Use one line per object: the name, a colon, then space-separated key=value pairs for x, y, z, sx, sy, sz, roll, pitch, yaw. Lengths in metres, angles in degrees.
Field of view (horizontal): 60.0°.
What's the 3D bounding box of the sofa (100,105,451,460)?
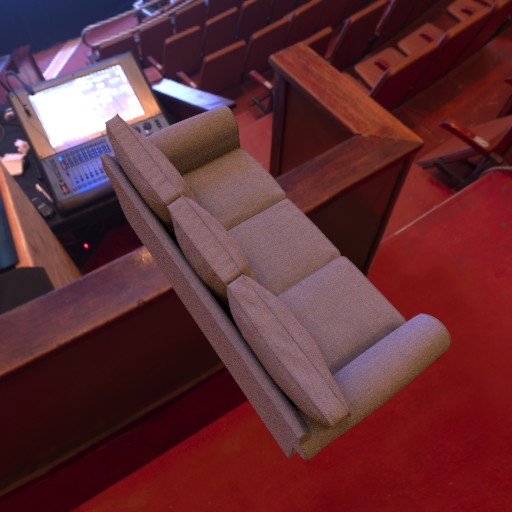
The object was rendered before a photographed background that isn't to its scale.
sofa: x=0.000 y=0.000 z=2.573 sx=0.916 sy=0.961 sz=2.084 roll=-31 pitch=63 yaw=-18
